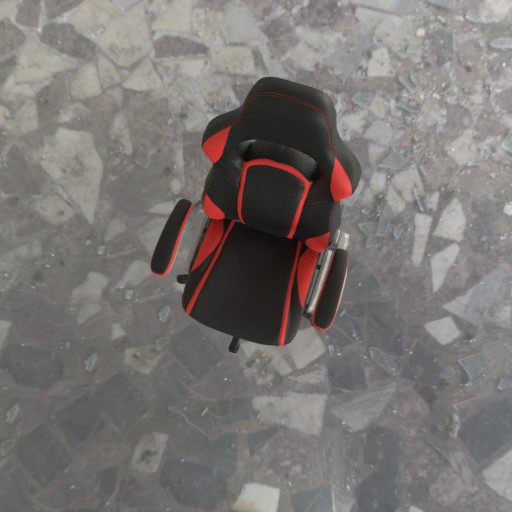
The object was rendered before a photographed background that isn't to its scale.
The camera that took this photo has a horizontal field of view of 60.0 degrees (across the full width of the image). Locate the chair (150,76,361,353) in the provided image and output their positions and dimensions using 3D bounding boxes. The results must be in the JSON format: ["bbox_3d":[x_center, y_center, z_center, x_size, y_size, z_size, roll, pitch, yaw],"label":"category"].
[{"bbox_3d":[0.000,0.000,1.636,0.758,1.165,0.712,18,77,4],"label":"chair"}]
